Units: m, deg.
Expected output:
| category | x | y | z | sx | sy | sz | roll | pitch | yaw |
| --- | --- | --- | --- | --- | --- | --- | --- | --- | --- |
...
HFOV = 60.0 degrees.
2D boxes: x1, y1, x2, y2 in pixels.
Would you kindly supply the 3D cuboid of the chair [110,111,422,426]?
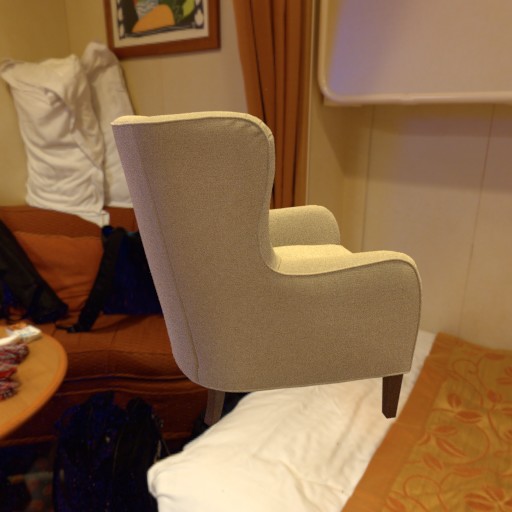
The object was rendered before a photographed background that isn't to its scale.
| category | x | y | z | sx | sy | sz | roll | pitch | yaw |
| --- | --- | --- | --- | --- | --- | --- | --- | --- | --- |
| chair | 0.000 | 0.000 | 1.691 | 0.966 | 1.040 | 0.838 | -3 | 18 | -11 |
